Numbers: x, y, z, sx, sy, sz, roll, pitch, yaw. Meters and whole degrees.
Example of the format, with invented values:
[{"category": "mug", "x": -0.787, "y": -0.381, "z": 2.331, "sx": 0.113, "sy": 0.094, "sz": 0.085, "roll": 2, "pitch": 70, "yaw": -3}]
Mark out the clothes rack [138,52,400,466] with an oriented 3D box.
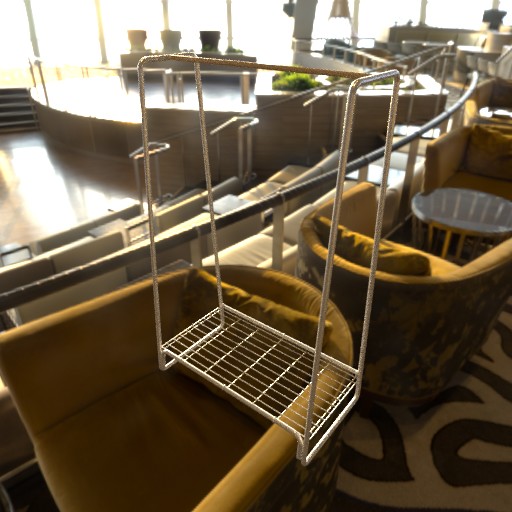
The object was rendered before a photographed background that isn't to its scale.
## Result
[{"category": "clothes rack", "x": 0.000, "y": 0.000, "z": 1.866, "sx": 0.900, "sy": 1.500, "sz": 0.495, "roll": 22, "pitch": 36, "yaw": 33}]
